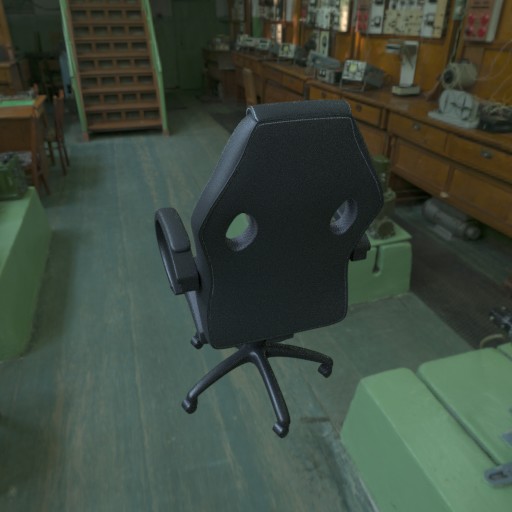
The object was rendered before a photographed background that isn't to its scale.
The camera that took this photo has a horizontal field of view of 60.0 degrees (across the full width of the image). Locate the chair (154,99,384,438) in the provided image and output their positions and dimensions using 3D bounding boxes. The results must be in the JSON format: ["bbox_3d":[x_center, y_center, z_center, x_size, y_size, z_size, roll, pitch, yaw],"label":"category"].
[{"bbox_3d":[0.000,0.000,1.623,0.673,1.187,0.724,-10,30,-17],"label":"chair"}]
